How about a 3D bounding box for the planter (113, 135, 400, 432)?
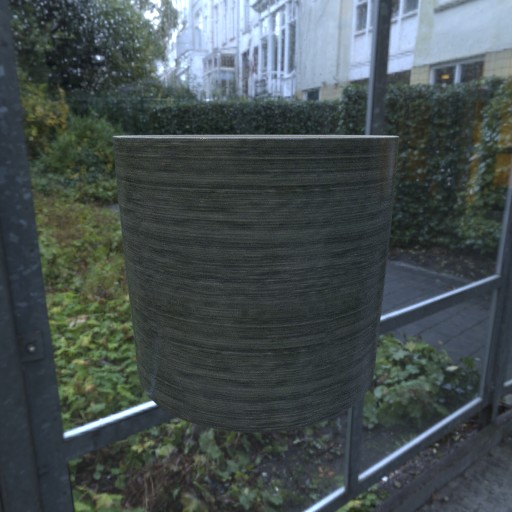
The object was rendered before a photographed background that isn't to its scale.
[{"bbox_3d":[0.000,0.000,0.385,0.221,0.201,0.221,0,16,0],"label":"planter"}]
